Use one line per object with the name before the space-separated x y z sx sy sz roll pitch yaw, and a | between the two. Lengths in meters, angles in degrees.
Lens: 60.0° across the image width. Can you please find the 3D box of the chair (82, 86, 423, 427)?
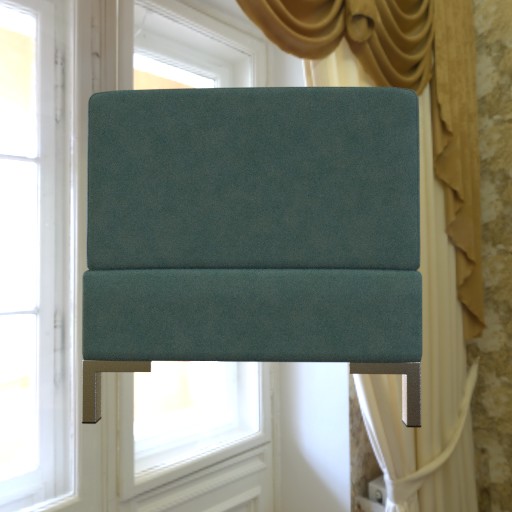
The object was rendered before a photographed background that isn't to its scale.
chair | 0.000 0.000 1.182 0.684 0.660 0.685 0 -1 2
